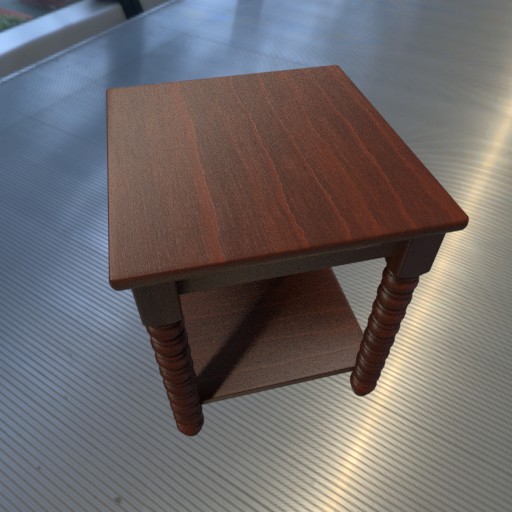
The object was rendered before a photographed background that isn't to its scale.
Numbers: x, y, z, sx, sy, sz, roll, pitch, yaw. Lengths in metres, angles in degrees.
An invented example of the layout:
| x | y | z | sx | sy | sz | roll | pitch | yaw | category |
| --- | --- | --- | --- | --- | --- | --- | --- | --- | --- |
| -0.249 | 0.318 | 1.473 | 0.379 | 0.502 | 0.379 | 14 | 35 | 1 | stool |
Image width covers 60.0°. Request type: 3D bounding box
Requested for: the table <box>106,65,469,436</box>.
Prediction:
| x | y | z | sx | sy | sz | roll | pitch | yaw | category |
| --- | --- | --- | --- | --- | --- | --- | --- | --- | --- |
| 0.000 | 0.000 | 0.966 | 0.500 | 0.567 | 0.533 | -10 | 47 | -9 | table |
